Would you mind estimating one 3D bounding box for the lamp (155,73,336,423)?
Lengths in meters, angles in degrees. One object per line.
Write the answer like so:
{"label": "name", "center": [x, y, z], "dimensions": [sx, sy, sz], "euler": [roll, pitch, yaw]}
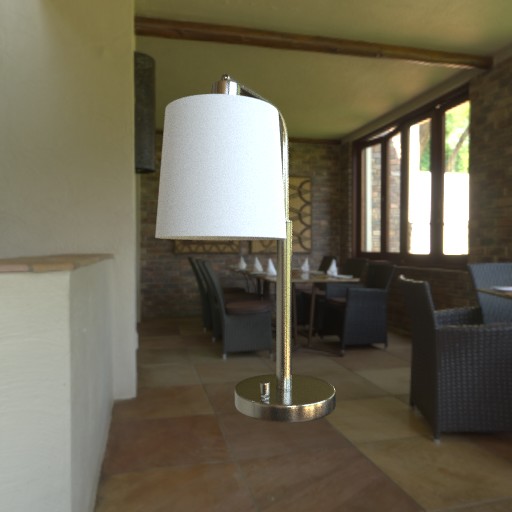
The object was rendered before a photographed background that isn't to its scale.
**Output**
{"label": "lamp", "center": [0.000, 0.000, 0.654], "dimensions": [0.171, 0.489, 0.333], "euler": [1, 1, 34]}
